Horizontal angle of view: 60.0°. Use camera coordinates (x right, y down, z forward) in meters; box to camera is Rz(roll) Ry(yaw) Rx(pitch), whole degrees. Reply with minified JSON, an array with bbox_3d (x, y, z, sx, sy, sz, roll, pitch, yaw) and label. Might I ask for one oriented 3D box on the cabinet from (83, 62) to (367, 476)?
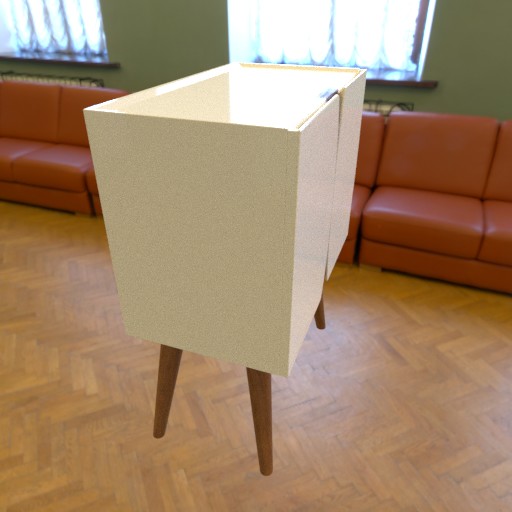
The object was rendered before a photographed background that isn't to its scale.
[{"bbox_3d":[0.000,0.000,1.055,0.344,0.772,0.591,11,32,17],"label":"cabinet"}]
